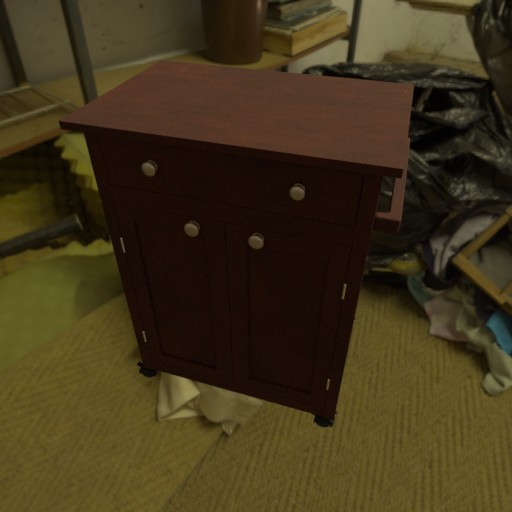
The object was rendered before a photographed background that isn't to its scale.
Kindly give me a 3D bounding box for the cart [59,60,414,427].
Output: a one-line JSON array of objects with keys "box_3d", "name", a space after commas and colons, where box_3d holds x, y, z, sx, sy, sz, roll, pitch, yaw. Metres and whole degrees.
[{"box_3d": [0.000, 0.000, 1.235, 0.683, 0.864, 0.442, 11, 40, 14], "name": "cart"}]
